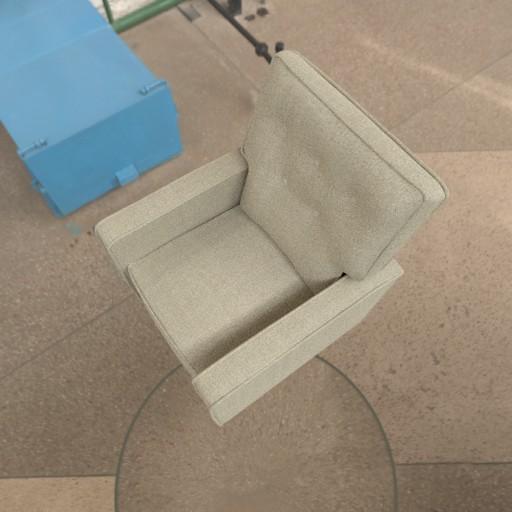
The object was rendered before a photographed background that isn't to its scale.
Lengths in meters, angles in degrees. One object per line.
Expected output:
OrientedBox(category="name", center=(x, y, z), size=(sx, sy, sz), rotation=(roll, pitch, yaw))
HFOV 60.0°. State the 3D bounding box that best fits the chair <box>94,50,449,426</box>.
OrientedBox(category="chair", center=(0.000, 0.000, 1.387), size=(0.754, 0.888, 0.648), rotation=(-33, 68, -15))
